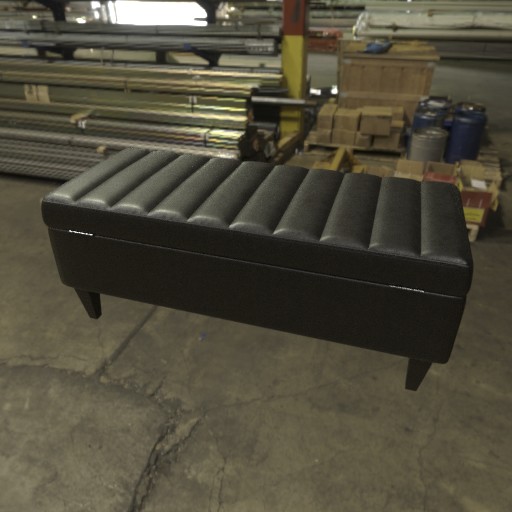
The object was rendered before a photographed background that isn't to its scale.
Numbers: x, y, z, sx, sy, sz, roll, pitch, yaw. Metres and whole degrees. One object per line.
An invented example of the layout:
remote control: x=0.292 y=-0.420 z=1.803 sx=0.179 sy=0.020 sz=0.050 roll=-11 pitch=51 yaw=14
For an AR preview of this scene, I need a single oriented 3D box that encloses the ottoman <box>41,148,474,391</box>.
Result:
ottoman: x=0.000 y=0.000 z=1.396 sx=1.151 sy=0.469 sz=0.482 roll=9 pitch=33 yaw=15
